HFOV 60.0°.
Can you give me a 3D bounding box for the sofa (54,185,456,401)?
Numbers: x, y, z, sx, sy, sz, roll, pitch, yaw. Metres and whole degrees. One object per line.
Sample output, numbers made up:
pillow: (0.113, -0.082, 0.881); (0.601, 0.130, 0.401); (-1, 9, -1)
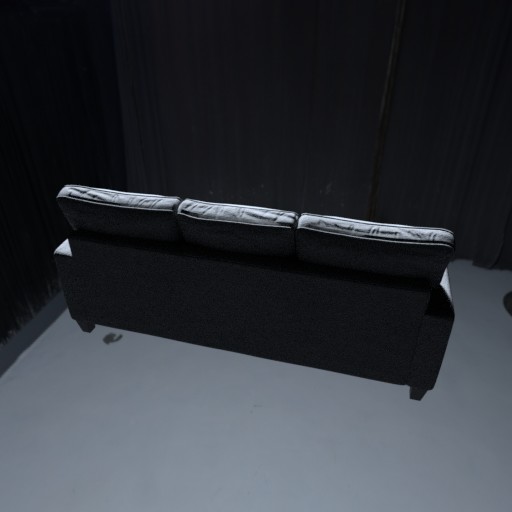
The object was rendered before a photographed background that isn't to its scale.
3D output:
sofa: (0.000, 0.000, 2.682); (2.158, 0.965, 0.951); (8, 33, 13)
